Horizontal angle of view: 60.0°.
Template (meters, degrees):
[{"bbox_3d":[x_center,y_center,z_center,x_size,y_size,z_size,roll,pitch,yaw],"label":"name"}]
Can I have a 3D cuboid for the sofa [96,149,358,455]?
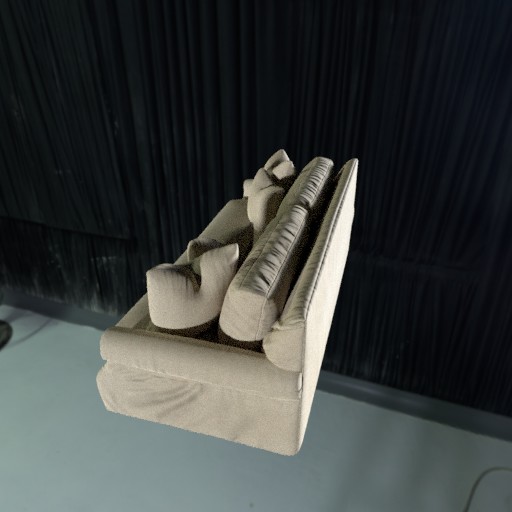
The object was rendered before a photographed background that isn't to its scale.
[{"bbox_3d":[0.000,0.000,2.870,1.067,0.904,2.285,8,30,14],"label":"sofa"}]
